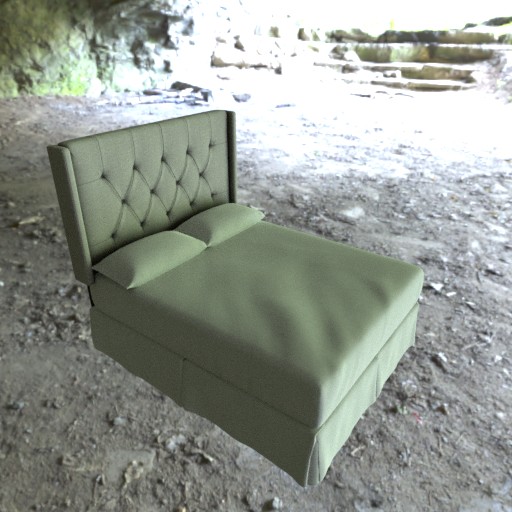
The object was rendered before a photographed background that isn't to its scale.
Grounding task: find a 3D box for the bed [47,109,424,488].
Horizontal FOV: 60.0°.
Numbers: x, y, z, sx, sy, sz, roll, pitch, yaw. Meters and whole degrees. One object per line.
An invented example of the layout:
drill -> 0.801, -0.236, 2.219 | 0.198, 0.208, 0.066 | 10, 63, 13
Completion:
bed -> 0.000, 0.000, 3.218 | 2.066, 1.665, 1.719 | 19, 33, 32
